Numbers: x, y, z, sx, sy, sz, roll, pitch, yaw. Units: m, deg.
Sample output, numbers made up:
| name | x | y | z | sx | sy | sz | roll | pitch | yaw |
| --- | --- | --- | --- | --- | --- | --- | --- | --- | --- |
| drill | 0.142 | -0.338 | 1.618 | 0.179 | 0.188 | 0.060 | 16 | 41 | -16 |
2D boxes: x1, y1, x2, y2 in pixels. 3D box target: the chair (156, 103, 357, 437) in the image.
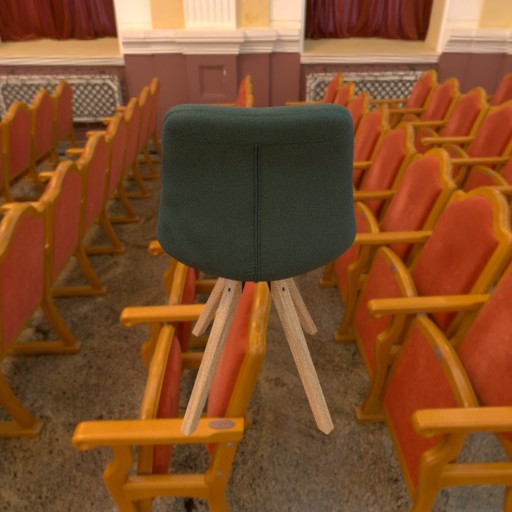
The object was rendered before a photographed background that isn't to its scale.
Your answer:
| name | x | y | z | sx | sy | sz | roll | pitch | yaw |
| --- | --- | --- | --- | --- | --- | --- | --- | --- | --- |
| chair | 0.000 | 0.000 | 1.164 | 0.483 | 0.865 | 0.547 | -1 | 30 | -1 |
